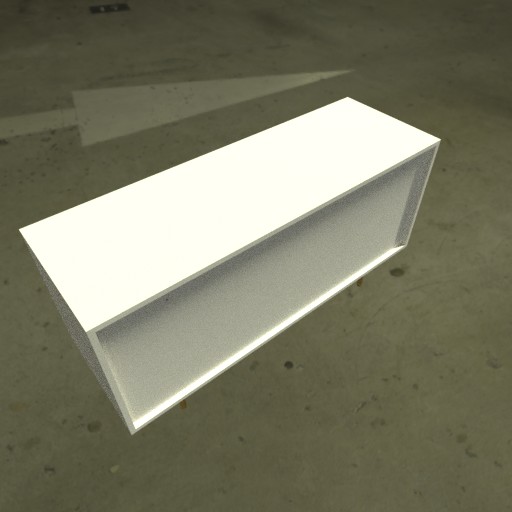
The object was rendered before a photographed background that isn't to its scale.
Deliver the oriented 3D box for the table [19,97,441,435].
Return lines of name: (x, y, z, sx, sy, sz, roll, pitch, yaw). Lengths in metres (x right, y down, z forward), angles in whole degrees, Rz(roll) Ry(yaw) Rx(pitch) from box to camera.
table: (0.000, 0.000, 1.850, 1.500, 0.769, 0.508, -29, 51, -27)
